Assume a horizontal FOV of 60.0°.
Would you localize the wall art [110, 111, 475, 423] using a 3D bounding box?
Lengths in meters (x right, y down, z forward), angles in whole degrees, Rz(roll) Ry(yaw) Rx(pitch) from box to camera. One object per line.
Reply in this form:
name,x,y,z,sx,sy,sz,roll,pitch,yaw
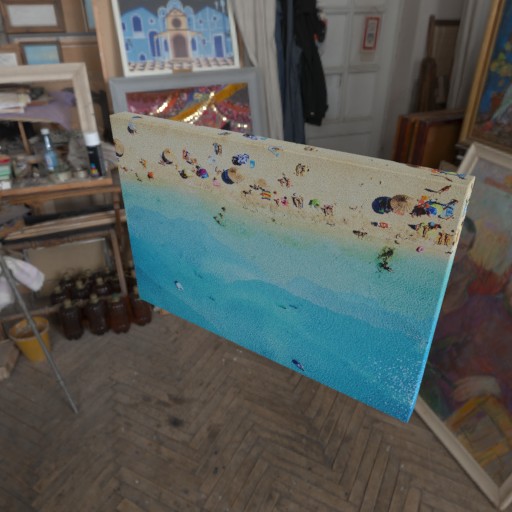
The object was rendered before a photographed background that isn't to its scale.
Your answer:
wall art,0.000,0.000,0.768,0.609,0.406,0.039,19,36,29
